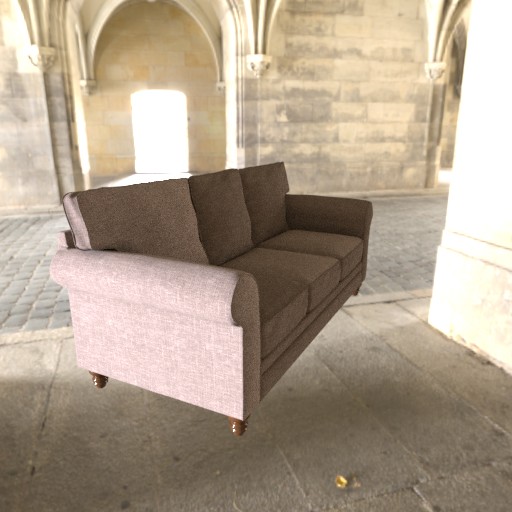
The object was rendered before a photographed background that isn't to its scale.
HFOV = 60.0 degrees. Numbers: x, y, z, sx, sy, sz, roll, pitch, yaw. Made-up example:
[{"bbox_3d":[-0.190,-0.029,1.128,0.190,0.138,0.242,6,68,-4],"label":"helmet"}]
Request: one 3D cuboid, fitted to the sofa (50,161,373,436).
[{"bbox_3d":[0.000,0.000,2.585,0.916,0.961,2.084,8,17,26],"label":"sofa"}]
